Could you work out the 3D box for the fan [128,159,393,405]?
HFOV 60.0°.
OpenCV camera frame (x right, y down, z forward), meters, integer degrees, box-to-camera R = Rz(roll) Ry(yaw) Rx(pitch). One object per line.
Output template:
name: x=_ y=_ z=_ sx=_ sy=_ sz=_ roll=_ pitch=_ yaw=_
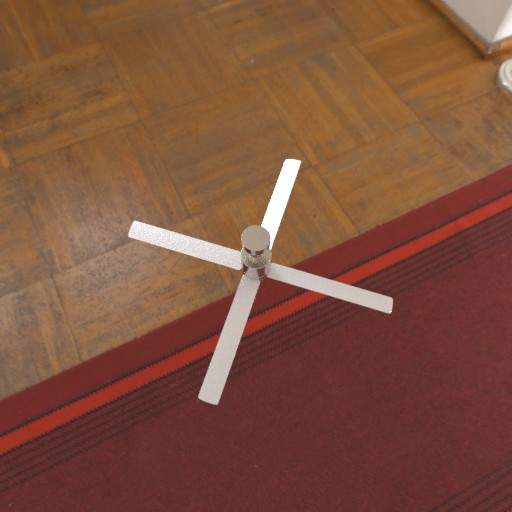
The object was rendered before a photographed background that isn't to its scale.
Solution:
fan: x=0.000 y=0.000 z=2.031 sx=1.322 sy=0.355 sz=1.322 roll=16 pitch=66 yaw=8
